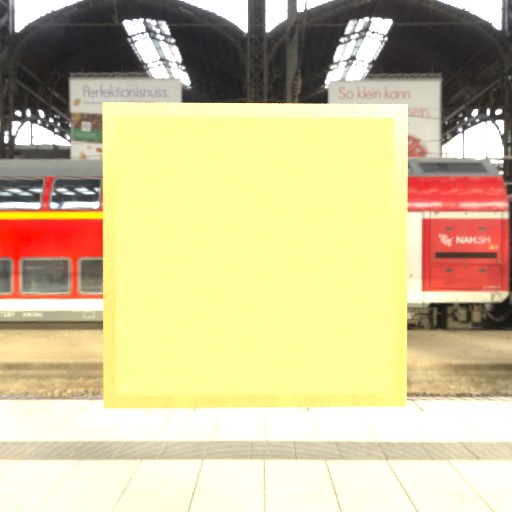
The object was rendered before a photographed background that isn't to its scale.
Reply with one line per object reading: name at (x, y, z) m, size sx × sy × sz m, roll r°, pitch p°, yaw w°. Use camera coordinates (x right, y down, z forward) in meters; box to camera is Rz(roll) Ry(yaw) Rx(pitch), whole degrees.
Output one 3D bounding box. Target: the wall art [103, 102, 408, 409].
wall art at (0.000, 0.000, 2.869) m, size 1.935 × 1.936 × 0.097 m, roll 0°, pitch 0°, yaw -1°
